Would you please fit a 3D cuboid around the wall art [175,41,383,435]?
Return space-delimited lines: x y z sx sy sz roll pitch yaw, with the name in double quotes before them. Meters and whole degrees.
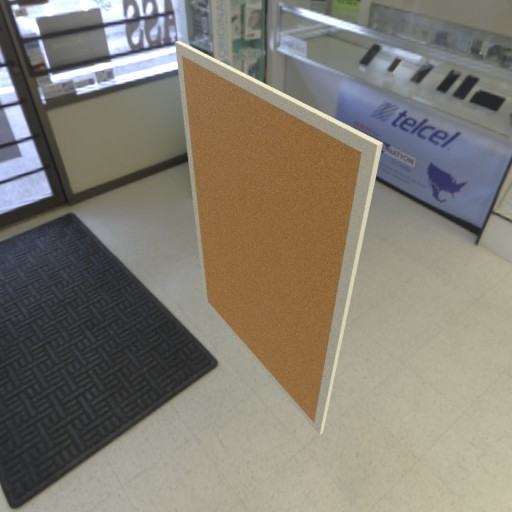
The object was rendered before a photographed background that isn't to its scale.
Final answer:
"wall art" 0.000 0.000 1.203 0.013 0.940 0.659 -26 48 -26
